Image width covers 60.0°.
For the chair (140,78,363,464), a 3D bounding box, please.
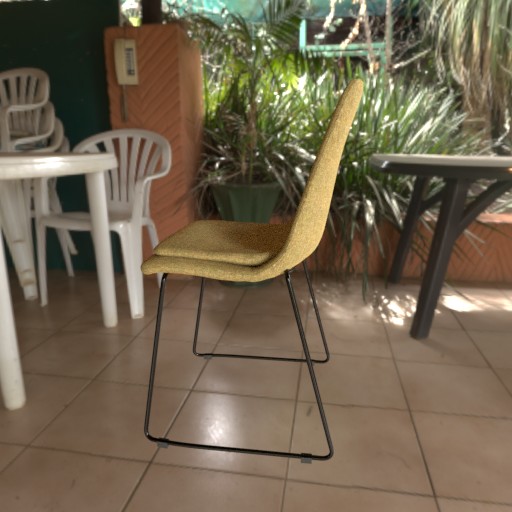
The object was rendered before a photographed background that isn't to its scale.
[{"bbox_3d":[0.000,0.000,1.160,0.496,0.849,0.479,2,15,8],"label":"chair"}]
